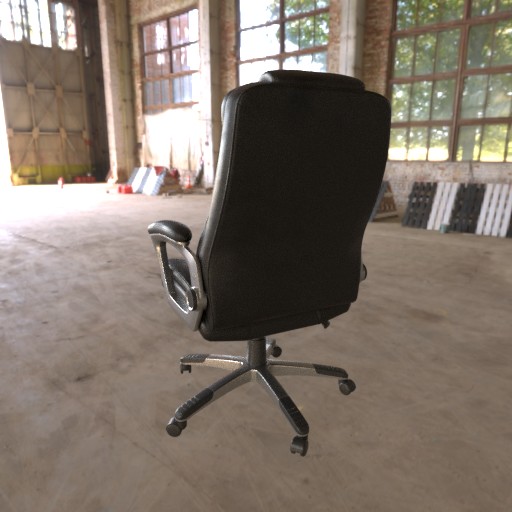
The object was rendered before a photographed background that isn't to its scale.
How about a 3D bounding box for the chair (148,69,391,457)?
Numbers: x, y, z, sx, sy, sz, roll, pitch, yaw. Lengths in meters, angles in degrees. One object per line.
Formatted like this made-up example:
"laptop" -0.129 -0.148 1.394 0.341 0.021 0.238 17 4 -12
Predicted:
"chair" 0.000 0.000 1.478 0.697 1.075 0.689 -7 15 -28
